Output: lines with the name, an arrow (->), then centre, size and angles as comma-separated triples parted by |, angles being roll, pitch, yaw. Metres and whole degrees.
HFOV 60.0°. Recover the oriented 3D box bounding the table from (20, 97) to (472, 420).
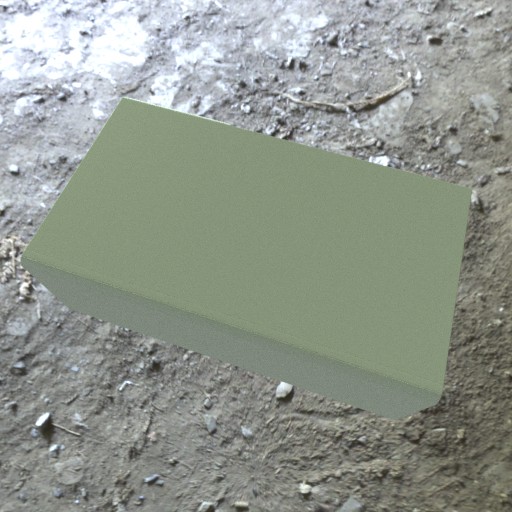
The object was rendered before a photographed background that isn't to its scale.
table -> 0.000, 0.000, 1.407 | 1.097, 0.442, 0.639 | 17, 65, 8
